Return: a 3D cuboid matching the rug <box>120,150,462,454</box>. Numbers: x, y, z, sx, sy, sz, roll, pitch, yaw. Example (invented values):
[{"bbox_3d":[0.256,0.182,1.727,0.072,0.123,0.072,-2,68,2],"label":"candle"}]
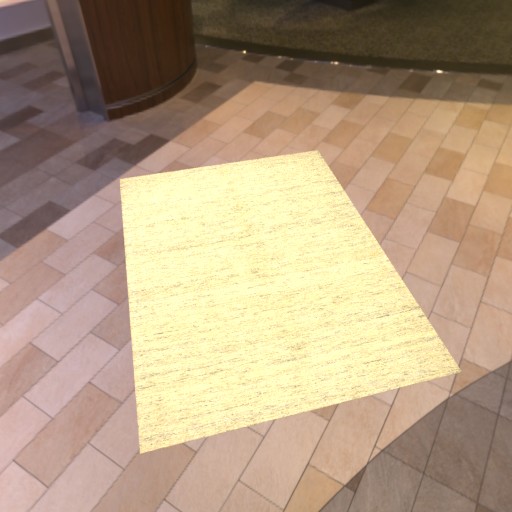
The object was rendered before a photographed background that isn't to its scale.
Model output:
[{"bbox_3d":[0.000,0.000,4.269,2.437,0.014,3.201,-10,47,-10],"label":"rug"}]
